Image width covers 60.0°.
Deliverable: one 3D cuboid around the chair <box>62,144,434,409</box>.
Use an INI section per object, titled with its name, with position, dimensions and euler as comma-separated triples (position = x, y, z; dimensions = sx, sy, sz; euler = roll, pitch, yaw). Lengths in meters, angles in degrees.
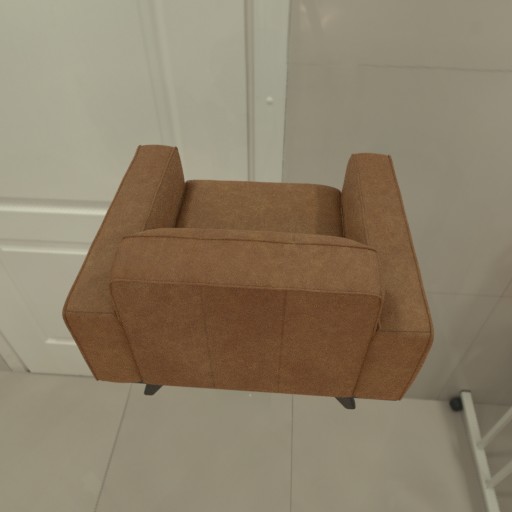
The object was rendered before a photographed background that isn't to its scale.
[chair]
position = 0.000, 0.000, 1.708
dimensions = 1.118, 0.782, 0.952
euler = 3, 46, 3
